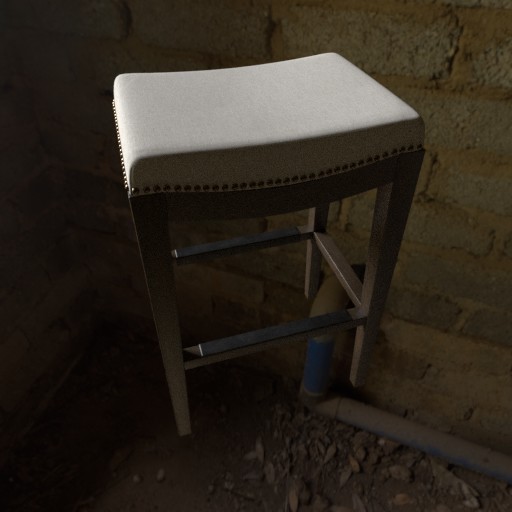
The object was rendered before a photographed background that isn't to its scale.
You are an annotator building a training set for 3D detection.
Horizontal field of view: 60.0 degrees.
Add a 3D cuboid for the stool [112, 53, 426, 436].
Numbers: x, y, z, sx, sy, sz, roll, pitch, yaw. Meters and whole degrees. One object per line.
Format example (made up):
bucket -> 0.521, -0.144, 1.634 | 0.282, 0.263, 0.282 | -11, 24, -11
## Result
stool -> 0.000, 0.000, 1.012 | 0.498, 0.759, 0.358 | -11, 43, -13
